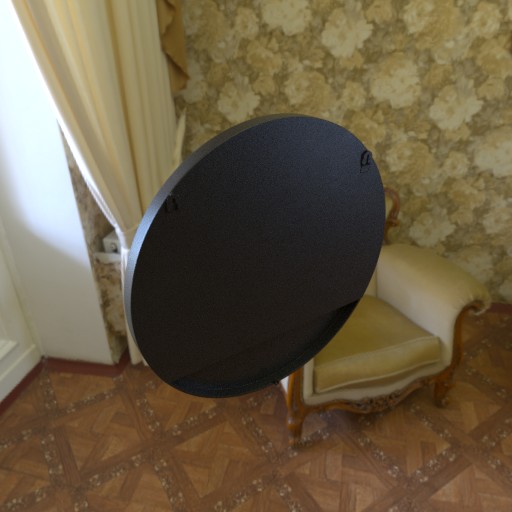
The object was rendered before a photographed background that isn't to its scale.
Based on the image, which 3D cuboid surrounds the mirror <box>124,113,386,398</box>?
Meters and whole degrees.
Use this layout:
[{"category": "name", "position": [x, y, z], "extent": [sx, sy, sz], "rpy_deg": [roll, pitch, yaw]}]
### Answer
[{"category": "mirror", "position": [0.000, 0.000, 0.714], "extent": [0.457, 0.457, 0.133], "rpy_deg": [-18, 34, -29]}]
